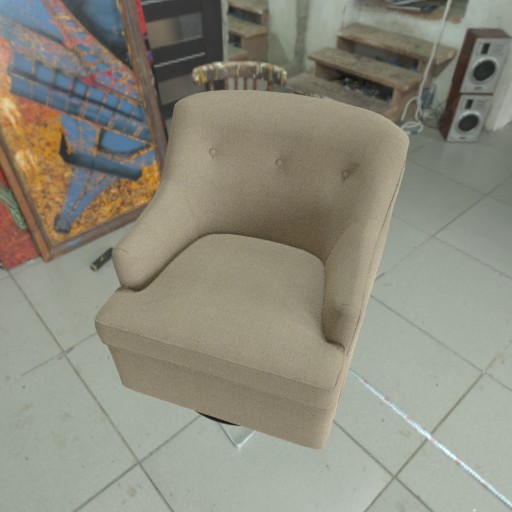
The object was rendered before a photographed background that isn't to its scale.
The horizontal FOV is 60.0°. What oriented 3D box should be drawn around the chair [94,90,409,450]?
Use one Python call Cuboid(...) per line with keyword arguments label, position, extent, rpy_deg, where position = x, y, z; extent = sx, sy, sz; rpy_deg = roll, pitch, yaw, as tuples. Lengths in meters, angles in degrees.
Cuboid(label="chair", position=(0.000, 0.000, 1.587), extent=(0.864, 0.856, 0.923), rpy_deg=(13, 43, 14))
